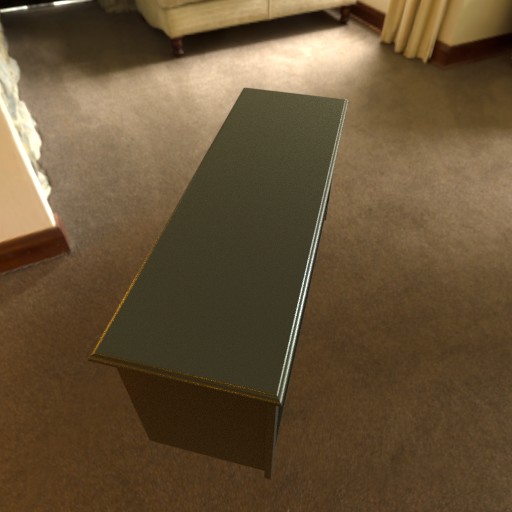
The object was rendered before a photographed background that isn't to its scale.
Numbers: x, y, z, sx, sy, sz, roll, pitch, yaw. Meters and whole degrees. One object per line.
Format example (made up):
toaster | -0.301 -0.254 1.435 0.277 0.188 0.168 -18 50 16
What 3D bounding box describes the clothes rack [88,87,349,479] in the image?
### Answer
clothes rack | 0.000 0.000 1.473 0.406 0.556 1.219 10 48 10
